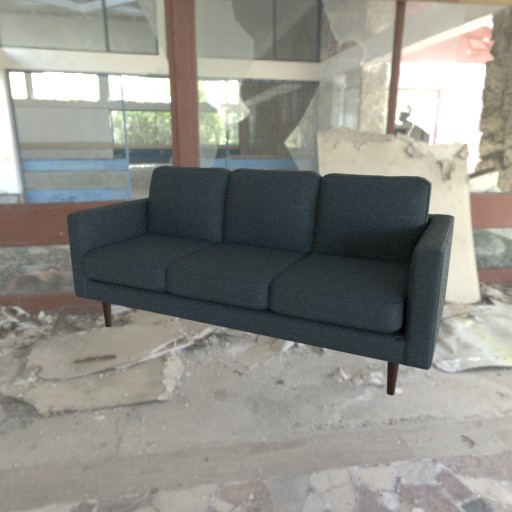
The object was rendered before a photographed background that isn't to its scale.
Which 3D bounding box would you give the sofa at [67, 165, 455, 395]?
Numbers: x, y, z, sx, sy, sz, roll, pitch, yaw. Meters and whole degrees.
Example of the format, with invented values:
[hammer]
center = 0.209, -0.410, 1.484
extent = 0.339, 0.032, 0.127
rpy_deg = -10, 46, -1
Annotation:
[sofa]
center = 0.000, 0.000, 2.548
extent = 2.013, 0.945, 0.935
rpy_deg = 7, 17, 25
